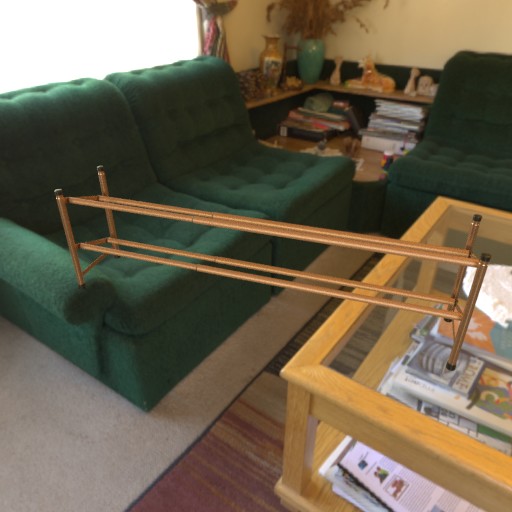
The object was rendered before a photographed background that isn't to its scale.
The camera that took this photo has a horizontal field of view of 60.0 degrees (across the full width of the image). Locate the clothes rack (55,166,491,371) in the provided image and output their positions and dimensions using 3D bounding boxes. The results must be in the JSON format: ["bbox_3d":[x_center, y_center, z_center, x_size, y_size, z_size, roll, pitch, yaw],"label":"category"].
[{"bbox_3d":[0.000,0.000,1.310,1.168,0.349,0.229,10,33,16],"label":"clothes rack"}]
